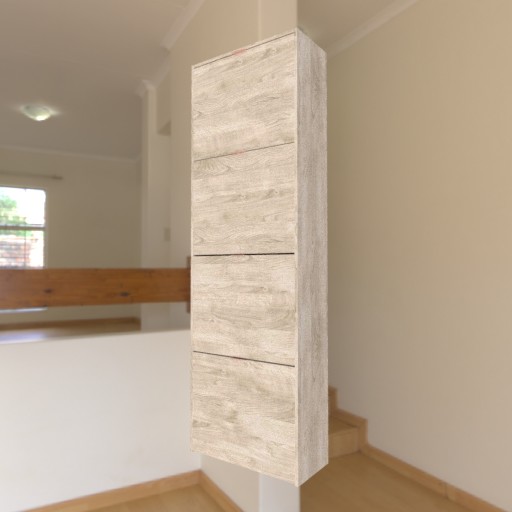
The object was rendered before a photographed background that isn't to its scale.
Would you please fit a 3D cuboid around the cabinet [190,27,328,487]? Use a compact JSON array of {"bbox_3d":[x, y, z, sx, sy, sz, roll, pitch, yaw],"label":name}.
[{"bbox_3d":[0.000,0.000,1.811,0.520,1.630,0.250,-1,-2,36],"label":"cabinet"}]
